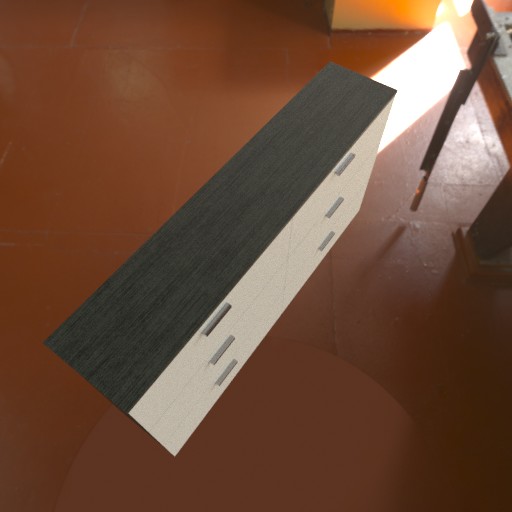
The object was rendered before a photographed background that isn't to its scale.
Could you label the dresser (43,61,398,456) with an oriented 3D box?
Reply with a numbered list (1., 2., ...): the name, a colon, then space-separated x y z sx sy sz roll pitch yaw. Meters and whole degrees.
1. dresser: 0.000 0.000 1.824 0.333 0.790 1.535 31 63 18
